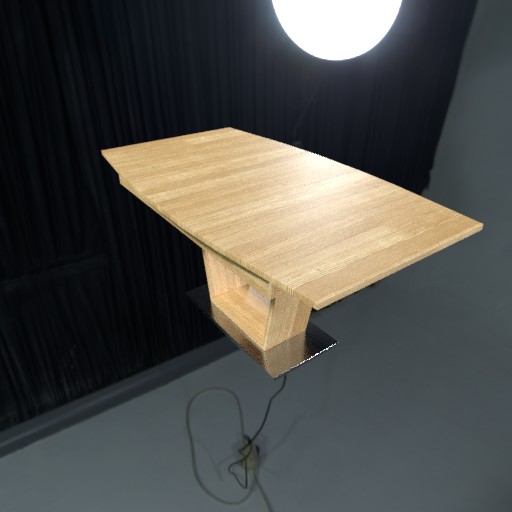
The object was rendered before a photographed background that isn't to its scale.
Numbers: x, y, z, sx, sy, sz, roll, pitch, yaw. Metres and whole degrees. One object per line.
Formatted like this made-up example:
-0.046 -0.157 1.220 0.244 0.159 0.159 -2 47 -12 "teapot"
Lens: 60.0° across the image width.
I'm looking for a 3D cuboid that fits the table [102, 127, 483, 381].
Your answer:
0.000 0.000 2.073 0.900 0.748 1.598 -20 36 -30 "table"
